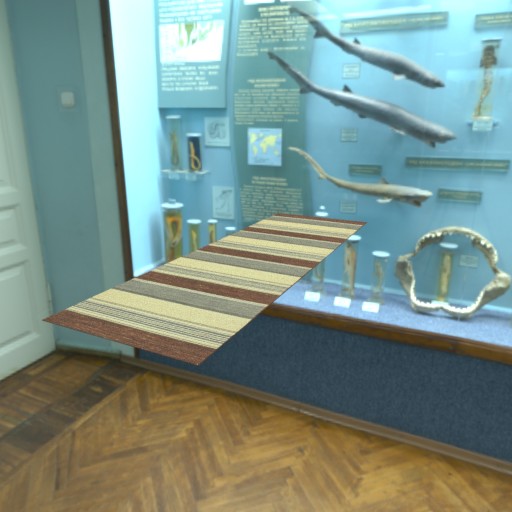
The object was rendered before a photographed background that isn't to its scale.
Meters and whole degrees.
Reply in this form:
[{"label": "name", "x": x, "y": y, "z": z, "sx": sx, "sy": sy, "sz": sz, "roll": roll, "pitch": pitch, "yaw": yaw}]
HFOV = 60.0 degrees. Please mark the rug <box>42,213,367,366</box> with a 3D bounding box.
[{"label": "rug", "x": 0.000, "y": 0.000, "z": 2.738, "sx": 0.792, "sy": 0.006, "sz": 2.437, "roll": 9, "pitch": 19, "yaw": 26}]
